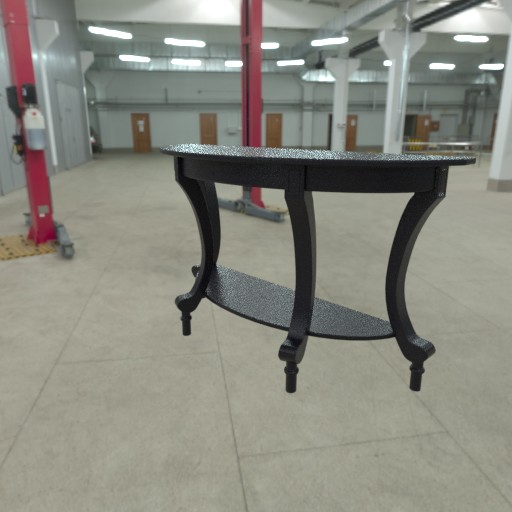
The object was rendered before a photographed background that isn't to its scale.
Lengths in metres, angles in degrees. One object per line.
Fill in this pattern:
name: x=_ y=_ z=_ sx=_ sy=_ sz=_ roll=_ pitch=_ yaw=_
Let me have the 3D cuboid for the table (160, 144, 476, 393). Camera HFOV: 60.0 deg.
table: x=0.000 y=0.000 z=1.502 sx=0.394 sy=0.692 sz=1.198 roll=-16 pitch=22 yaw=-42
